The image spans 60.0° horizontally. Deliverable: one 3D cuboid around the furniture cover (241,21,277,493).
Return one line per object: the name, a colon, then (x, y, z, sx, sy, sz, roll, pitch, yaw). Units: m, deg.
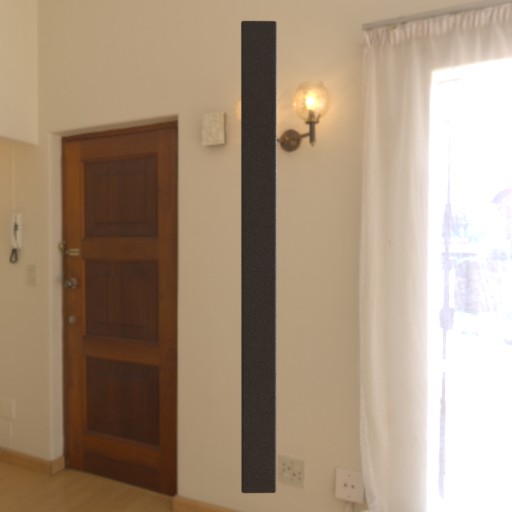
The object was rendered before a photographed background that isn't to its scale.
furniture cover: (0.000, 0.000, 0.370, 0.023, 0.281, 0.216, 0, 1, -1)
